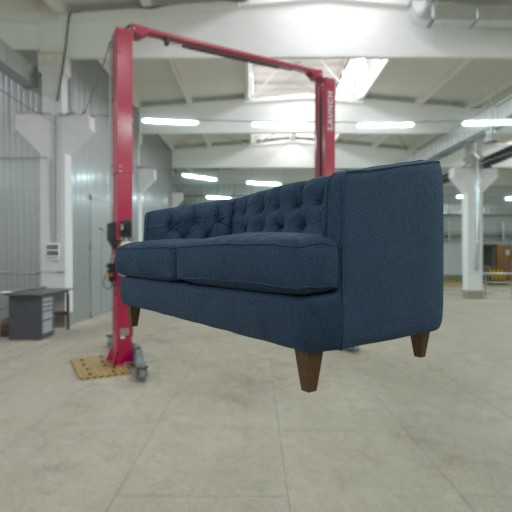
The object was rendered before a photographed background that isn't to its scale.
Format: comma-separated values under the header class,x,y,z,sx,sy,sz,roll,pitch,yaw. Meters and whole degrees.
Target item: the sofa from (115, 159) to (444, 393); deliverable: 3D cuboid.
class,x,y,z,sx,sy,sz,roll,pitch,yaw
sofa,0.000,0.000,2.260,0.941,0.854,1.733,0,0,-35
